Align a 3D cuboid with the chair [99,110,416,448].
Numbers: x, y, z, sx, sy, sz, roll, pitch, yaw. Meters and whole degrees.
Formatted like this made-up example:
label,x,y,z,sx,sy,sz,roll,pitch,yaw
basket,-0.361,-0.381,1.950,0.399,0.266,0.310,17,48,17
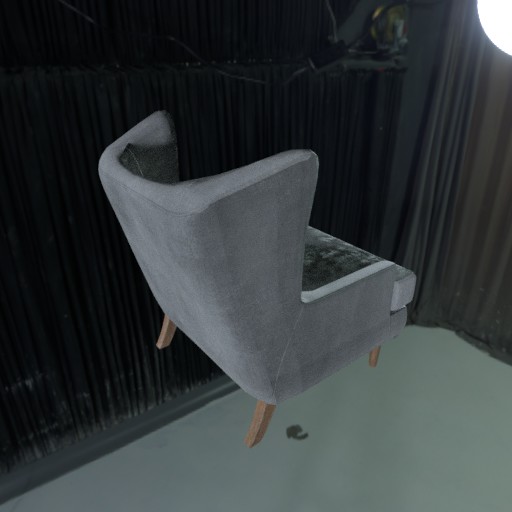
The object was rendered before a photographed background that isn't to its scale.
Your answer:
label,x,y,z,sx,sy,sz,roll,pitch,yaw
chair,0.000,0.000,1.605,0.906,0.950,0.784,-19,33,-33
